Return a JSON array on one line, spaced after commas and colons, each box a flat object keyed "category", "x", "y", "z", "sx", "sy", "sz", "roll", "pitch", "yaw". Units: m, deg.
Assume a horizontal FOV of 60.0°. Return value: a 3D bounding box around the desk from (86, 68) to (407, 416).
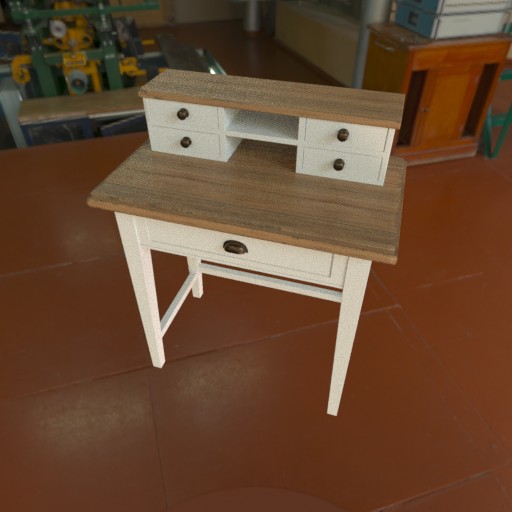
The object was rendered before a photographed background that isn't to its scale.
[{"category": "desk", "x": 0.000, "y": 0.000, "z": 1.452, "sx": 0.814, "sy": 0.981, "sz": 0.462, "roll": 11, "pitch": 42, "yaw": 13}]
